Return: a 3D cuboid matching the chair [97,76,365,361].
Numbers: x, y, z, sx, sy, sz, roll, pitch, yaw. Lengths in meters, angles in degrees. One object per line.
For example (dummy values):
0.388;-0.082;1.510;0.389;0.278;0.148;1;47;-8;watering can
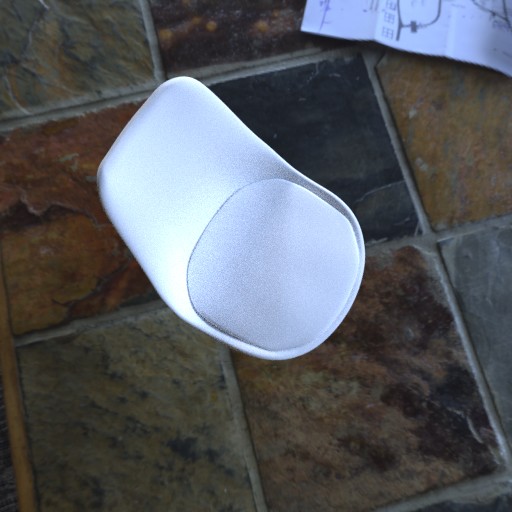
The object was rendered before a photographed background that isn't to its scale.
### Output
0.000;0.000;1.171;0.550;0.849;0.485;31;78;7;chair
